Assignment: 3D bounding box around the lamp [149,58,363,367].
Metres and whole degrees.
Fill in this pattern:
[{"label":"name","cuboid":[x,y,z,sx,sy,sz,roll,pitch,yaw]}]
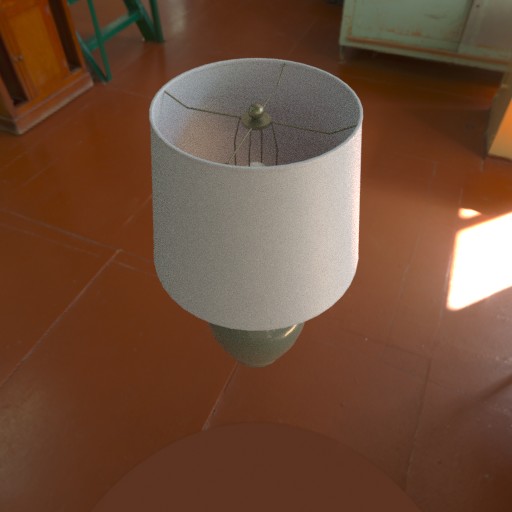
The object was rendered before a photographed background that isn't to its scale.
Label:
[{"label":"lamp","cuboid":[0.000,0.000,0.541,0.239,0.399,0.239,0,48,0]}]
